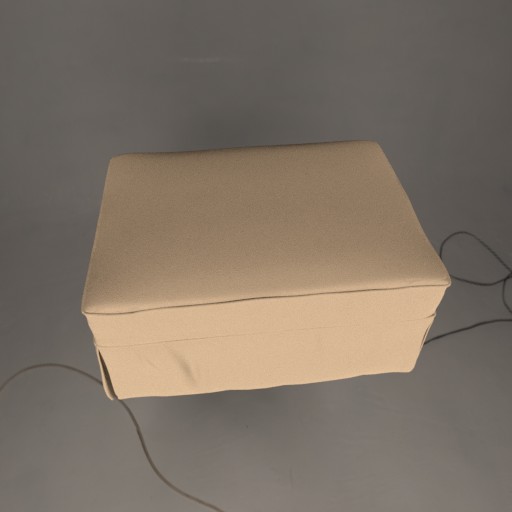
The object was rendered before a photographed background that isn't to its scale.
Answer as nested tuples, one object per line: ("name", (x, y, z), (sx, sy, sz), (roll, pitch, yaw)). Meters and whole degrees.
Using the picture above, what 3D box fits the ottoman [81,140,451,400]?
("ottoman", (0.000, 0.000, 1.408), (0.959, 0.482, 0.721), (-4, 48, -4))
